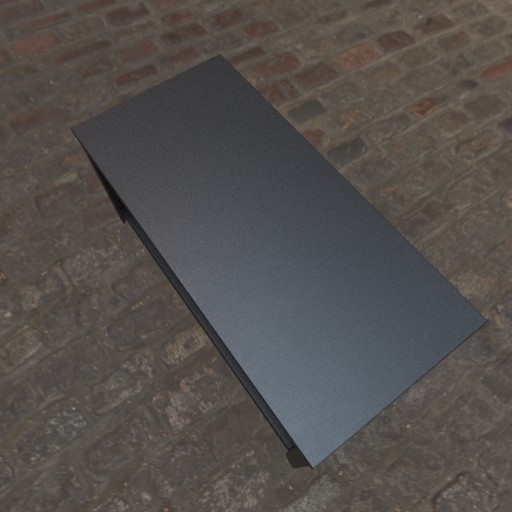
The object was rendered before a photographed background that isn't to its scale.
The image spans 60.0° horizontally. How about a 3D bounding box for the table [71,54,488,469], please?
[{"bbox_3d":[0.000,0.000,1.266,0.483,0.457,1.016,-33,68,-15],"label":"table"}]
